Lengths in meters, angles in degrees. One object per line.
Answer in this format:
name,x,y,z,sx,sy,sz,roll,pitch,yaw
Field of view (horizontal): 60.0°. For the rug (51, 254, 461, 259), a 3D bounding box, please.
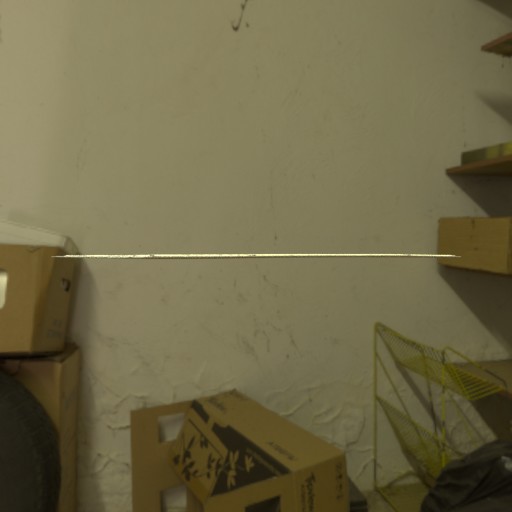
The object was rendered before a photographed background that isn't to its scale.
rug,0.000,0.000,3.957,3.027,0.028,2.125,0,0,-34
